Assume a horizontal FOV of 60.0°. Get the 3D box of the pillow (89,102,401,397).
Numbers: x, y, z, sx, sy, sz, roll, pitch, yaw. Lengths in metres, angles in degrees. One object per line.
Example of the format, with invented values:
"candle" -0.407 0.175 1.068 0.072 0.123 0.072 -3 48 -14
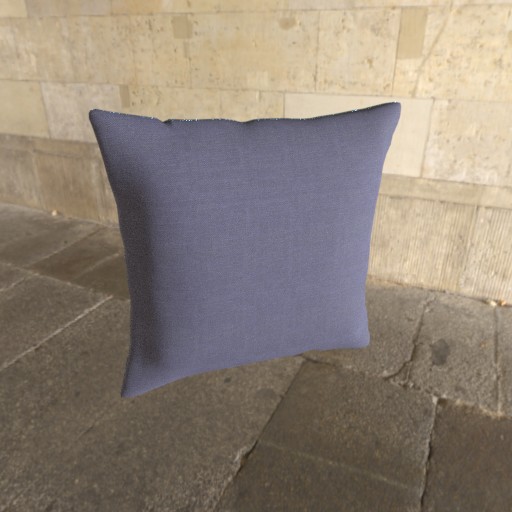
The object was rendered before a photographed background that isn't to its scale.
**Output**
"pillow" 0.000 0.000 0.653 0.436 0.430 0.138 -8 27 -17
